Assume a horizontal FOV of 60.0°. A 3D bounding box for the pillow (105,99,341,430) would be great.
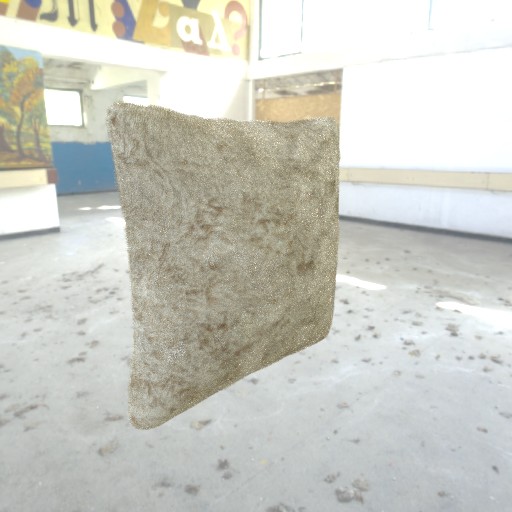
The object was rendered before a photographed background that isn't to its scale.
[{"bbox_3d":[0.000,0.000,0.826,0.216,0.525,0.538,14,20,43],"label":"pillow"}]
